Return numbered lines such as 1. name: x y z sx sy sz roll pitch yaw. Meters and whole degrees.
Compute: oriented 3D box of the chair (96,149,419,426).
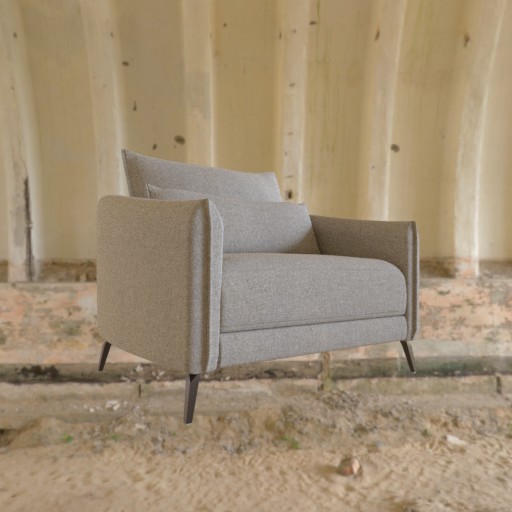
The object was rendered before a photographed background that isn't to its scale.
1. chair: 0.000 0.000 1.651 1.029 0.856 0.801 1 -2 -36
